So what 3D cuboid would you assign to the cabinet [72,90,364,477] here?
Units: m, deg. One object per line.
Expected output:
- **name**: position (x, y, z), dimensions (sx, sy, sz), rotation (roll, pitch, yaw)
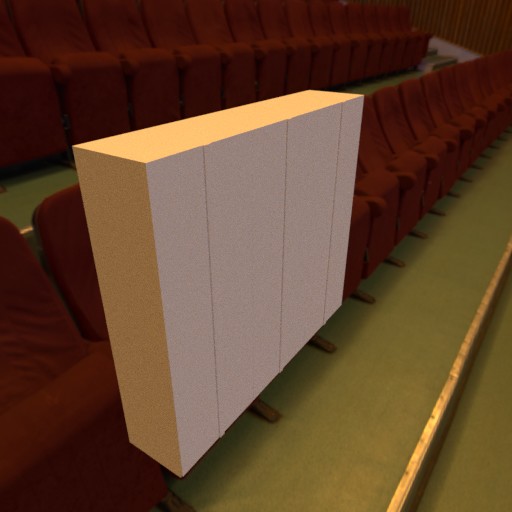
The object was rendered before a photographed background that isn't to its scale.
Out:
- **cabinet**: position (0.000, 0.000, 3.824), dimensions (0.590, 2.370, 2.700), rotation (18, 33, 30)
